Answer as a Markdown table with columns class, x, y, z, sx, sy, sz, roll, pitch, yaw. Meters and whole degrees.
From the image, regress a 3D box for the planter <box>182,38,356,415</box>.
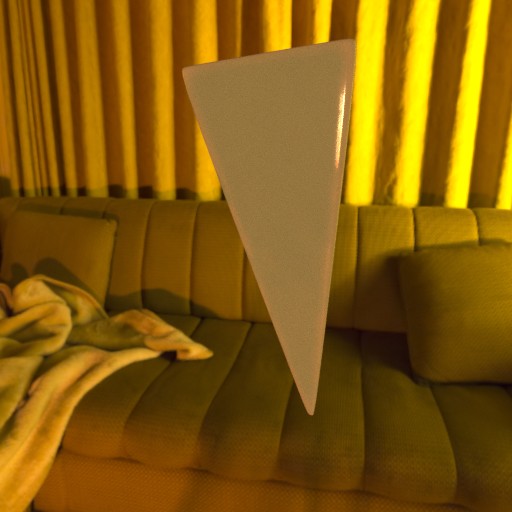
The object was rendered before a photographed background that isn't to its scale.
| class | x | y | z | sx | sy | sz | roll | pitch | yaw |
| --- | --- | --- | --- | --- | --- | --- | --- | --- | --- |
| planter | 0.000 | 0.000 | 0.213 | 0.064 | 0.178 | 0.080 | -2 | 13 | -9 |
